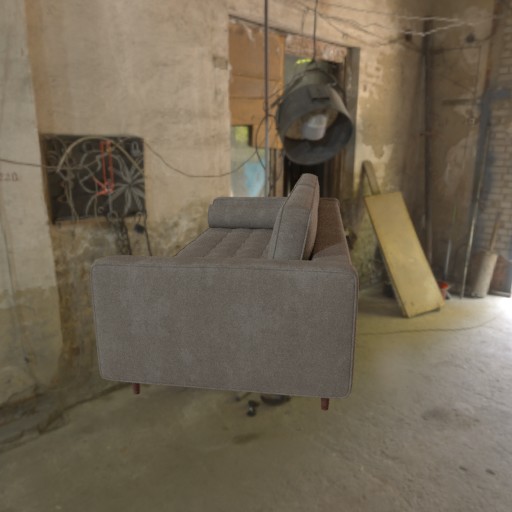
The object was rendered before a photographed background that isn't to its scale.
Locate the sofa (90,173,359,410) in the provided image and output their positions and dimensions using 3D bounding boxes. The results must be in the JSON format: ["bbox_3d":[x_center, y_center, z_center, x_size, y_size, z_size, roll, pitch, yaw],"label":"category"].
[{"bbox_3d":[0.000,0.000,2.352,0.920,0.769,1.883,2,15,8],"label":"sofa"}]
